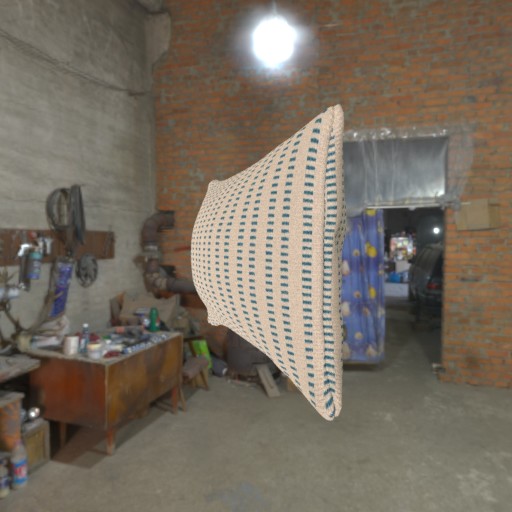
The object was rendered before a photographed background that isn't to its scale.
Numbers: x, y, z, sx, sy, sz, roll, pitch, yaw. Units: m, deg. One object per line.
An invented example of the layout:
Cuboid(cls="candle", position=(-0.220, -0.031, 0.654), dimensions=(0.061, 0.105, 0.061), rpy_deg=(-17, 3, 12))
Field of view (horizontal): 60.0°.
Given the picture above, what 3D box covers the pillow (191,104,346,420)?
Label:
Cuboid(cls="pillow", position=(0.000, 0.000, 0.794), dimensions=(0.210, 0.353, 0.640), rpy_deg=(0, 2, -18))
